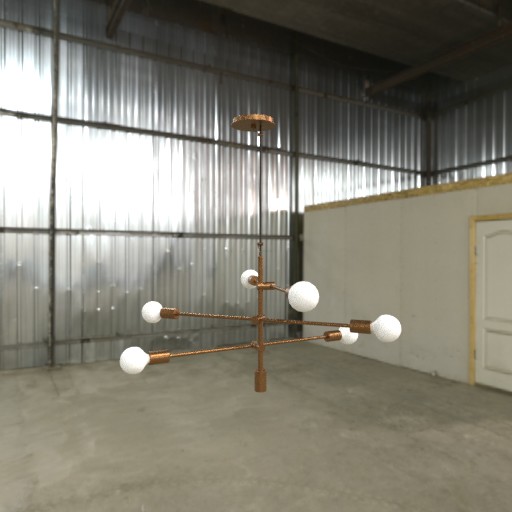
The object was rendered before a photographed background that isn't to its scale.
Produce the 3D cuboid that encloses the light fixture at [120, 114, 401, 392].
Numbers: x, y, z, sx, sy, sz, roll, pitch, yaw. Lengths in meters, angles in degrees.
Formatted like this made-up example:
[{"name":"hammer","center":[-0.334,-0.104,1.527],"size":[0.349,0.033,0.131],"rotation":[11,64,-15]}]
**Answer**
[{"name":"light fixture","center":[0.000,0.000,1.226],"size":[0.682,0.744,0.637],"rotation":[0,1,-1]}]
